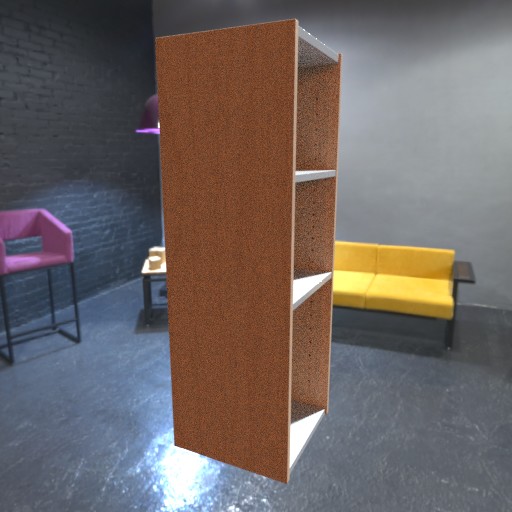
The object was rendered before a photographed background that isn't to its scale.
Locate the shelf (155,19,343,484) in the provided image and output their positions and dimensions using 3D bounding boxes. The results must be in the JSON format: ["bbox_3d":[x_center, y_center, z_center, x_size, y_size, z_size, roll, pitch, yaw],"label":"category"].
[{"bbox_3d":[0.000,0.000,1.030,0.290,0.900,0.300,6,14,25],"label":"shelf"}]
